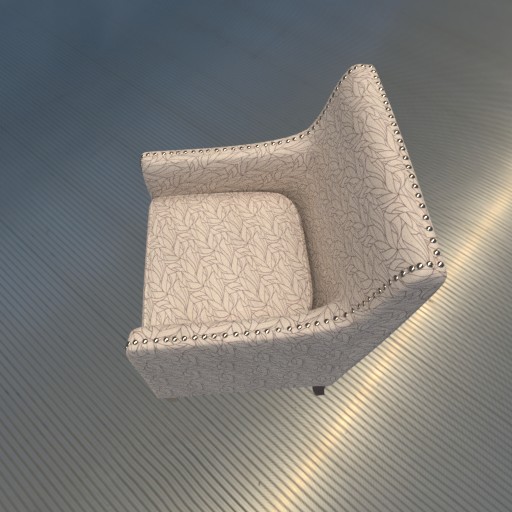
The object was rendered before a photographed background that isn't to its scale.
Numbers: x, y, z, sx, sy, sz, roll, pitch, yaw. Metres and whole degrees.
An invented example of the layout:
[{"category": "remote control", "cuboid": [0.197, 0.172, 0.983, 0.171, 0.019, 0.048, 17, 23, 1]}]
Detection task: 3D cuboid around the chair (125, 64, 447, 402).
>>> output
[{"category": "chair", "cuboid": [0.000, 0.000, 1.261, 0.651, 0.816, 0.623, -4, 58, -2]}]
